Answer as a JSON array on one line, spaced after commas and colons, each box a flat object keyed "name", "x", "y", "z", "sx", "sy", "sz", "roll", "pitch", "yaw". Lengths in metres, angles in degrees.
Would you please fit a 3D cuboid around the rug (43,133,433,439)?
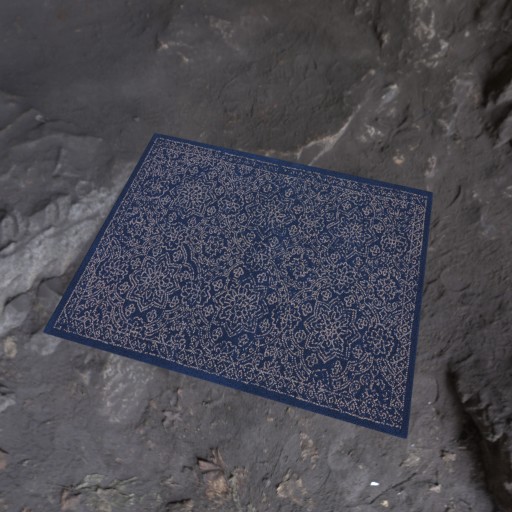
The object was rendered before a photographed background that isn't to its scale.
[{"name": "rug", "x": 0.000, "y": 0.000, "z": 4.118, "sx": 3.048, "sy": 0.010, "sz": 2.438, "roll": 14, "pitch": 60, "yaw": 8}]
